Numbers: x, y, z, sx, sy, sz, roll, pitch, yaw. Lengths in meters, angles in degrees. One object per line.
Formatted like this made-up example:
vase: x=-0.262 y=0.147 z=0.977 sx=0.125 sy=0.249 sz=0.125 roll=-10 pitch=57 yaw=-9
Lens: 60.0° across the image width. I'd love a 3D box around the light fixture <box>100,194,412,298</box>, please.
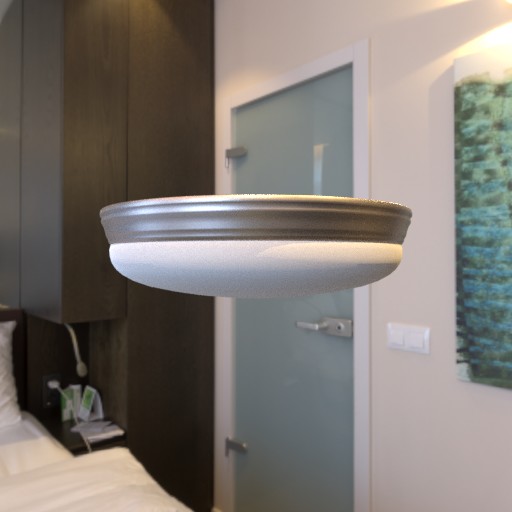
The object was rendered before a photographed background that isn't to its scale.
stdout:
light fixture: x=0.000 y=0.000 z=0.552 sx=0.368 sy=0.100 sz=0.368 roll=0 pitch=0 yaw=0
